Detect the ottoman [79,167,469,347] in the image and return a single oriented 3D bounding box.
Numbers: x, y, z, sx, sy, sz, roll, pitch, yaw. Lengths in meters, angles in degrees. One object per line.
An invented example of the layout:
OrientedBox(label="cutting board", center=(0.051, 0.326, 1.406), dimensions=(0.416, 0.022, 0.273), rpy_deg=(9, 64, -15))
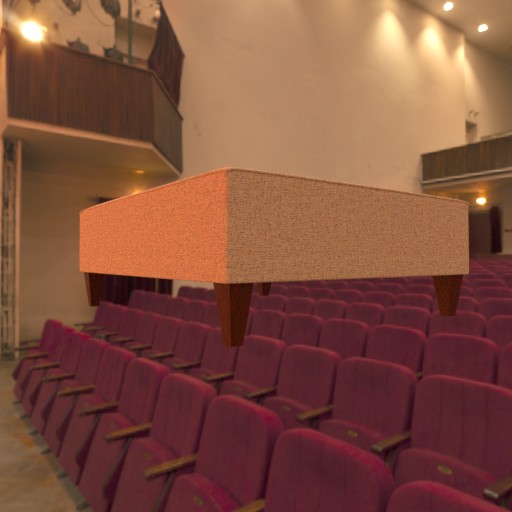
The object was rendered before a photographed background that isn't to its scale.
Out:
OrientedBox(label="ottoman", center=(0.000, 0.000, 1.239), dimensions=(0.736, 0.303, 0.835), rpy_deg=(0, 0, -37))
